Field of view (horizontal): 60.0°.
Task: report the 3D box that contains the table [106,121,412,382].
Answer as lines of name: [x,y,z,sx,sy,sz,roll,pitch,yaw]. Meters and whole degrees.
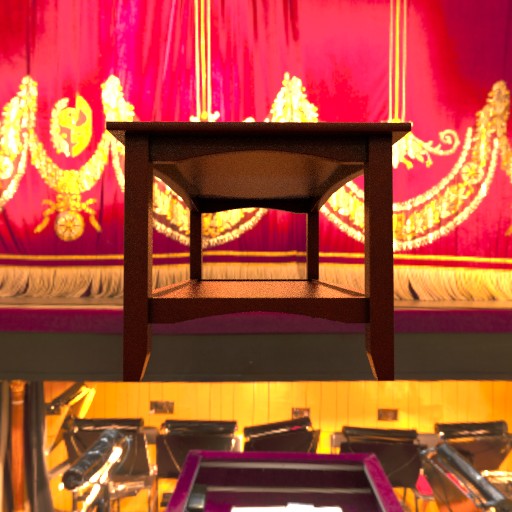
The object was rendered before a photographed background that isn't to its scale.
table: [0.000,0.000,1.237,0.533,0.456,0.943,0,-1,-1]
